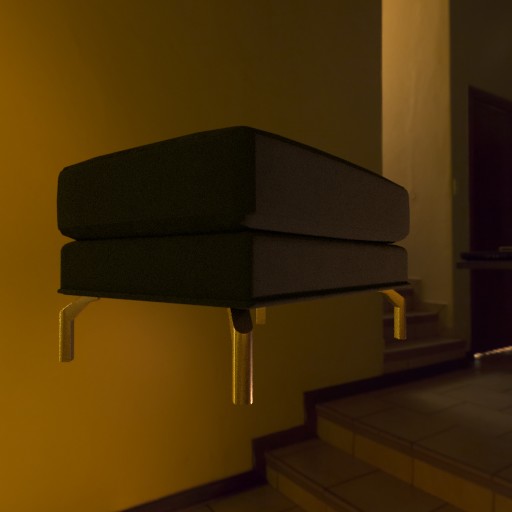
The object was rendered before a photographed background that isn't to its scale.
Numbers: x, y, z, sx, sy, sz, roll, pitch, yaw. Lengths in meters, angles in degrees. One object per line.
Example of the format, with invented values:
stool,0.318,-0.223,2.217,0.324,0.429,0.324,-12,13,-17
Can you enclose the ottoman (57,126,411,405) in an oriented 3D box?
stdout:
ottoman,0.000,0.000,1.204,0.587,0.498,0.835,-1,-1,37
